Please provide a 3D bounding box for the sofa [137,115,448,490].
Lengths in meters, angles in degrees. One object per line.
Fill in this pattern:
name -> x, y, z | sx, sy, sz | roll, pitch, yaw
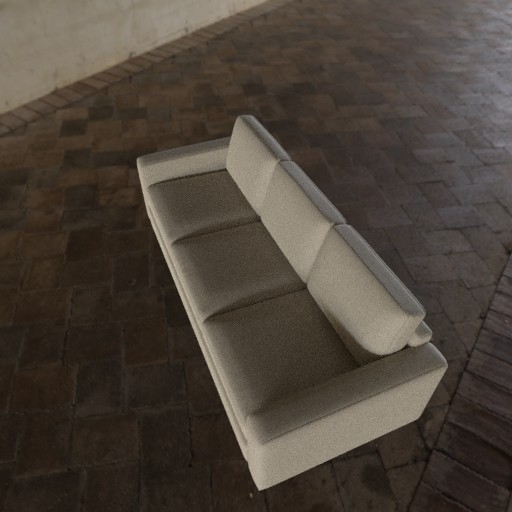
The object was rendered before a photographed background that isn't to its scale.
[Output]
sofa -> 0.000, 0.000, 2.569 | 0.900, 0.800, 2.160 | -17, 47, -16
